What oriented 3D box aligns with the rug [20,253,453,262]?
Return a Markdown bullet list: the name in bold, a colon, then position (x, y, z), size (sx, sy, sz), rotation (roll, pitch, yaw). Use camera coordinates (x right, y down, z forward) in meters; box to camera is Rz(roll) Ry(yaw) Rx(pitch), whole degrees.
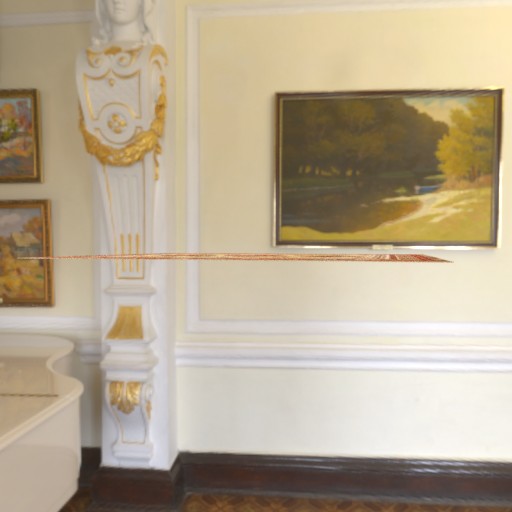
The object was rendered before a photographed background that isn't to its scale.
- **rug**: position (0.000, 0.000, 4.088), size (3.067, 0.005, 2.460), rotation (0, 1, 17)
